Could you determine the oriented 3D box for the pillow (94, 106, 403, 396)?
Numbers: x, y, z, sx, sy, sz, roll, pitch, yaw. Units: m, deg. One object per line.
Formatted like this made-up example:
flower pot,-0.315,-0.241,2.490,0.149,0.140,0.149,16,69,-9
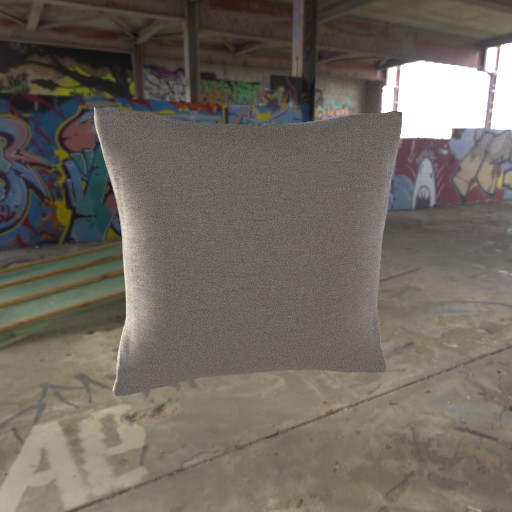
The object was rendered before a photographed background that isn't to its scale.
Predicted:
pillow,0.000,0.000,0.660,0.440,0.419,0.162,-2,14,-9
